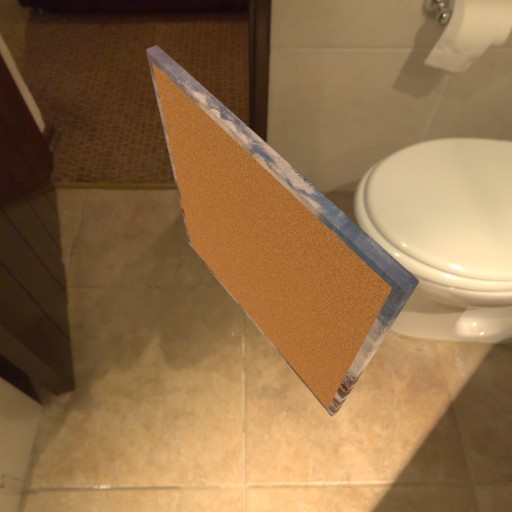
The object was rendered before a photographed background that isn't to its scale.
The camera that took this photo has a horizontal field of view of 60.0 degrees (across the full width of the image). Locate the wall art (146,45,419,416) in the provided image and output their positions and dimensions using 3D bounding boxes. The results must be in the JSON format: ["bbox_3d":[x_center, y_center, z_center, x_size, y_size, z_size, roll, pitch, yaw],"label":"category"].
[{"bbox_3d":[0.000,0.000,1.327,0.035,0.897,0.888,-33,63,-19],"label":"wall art"}]
